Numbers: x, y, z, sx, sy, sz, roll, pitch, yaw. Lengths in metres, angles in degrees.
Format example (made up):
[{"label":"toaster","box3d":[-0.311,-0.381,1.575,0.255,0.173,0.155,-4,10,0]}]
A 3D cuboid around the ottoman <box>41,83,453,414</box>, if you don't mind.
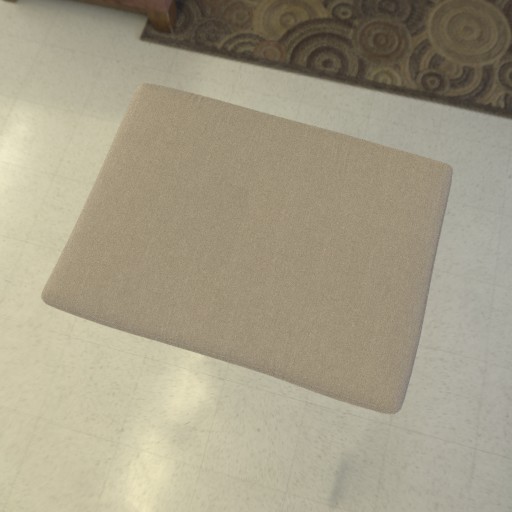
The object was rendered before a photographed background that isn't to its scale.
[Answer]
[{"label":"ottoman","box3d":[0.000,0.000,1.142,0.771,0.500,0.569,17,75,5]}]
